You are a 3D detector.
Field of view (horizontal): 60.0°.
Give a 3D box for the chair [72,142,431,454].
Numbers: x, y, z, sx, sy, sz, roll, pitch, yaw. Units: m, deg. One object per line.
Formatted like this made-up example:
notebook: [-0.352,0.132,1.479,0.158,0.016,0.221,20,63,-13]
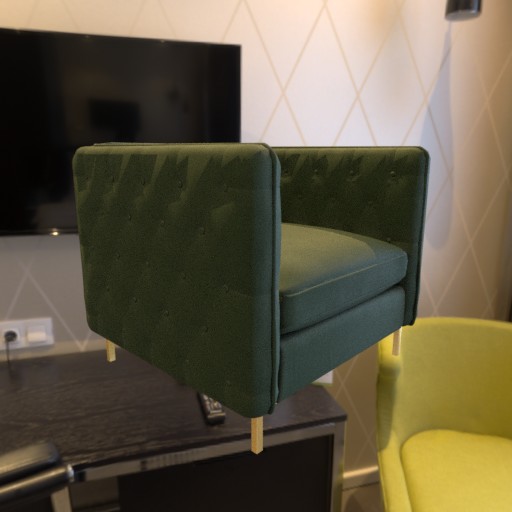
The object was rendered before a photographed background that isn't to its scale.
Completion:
chair: [0.000,0.000,1.547,0.855,0.768,0.917,12,18,42]
